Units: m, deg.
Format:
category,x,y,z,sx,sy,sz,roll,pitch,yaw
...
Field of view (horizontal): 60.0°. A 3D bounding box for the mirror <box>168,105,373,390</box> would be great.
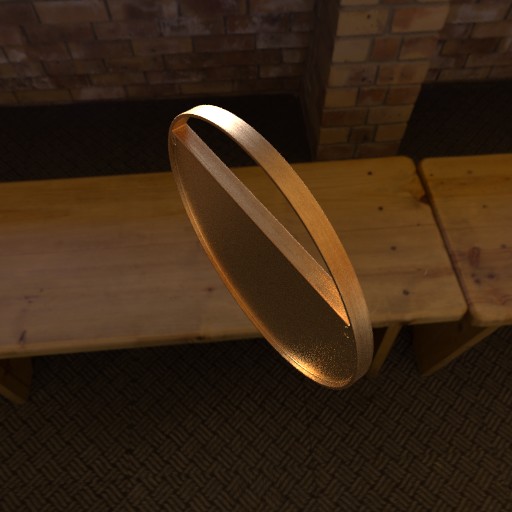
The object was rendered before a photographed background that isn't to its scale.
category,x,y,z,sx,sy,sz,roll,pitch,yaw
mirror,0.000,0.000,0.831,0.032,0.565,0.565,-32,63,-18
